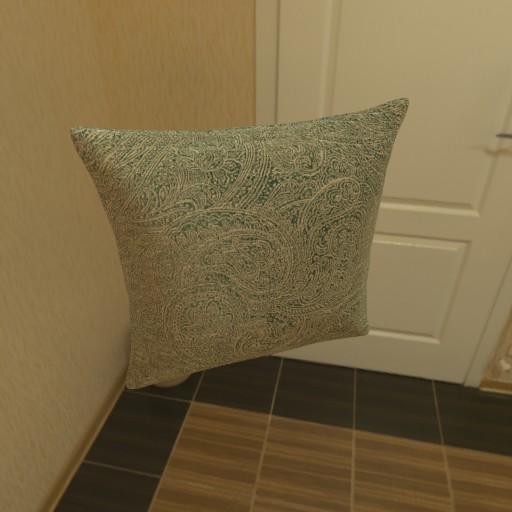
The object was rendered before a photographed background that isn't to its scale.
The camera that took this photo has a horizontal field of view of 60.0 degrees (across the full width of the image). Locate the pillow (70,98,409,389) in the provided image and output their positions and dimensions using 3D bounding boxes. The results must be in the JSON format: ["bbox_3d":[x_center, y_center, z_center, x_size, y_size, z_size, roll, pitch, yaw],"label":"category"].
[{"bbox_3d":[0.000,0.000,0.791,0.526,0.507,0.166,-10,34,-15],"label":"pillow"}]
